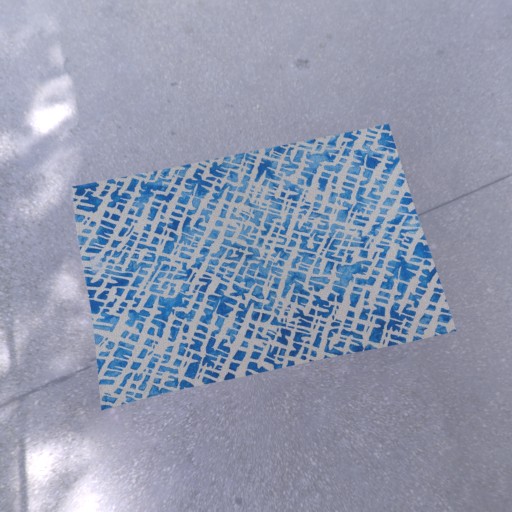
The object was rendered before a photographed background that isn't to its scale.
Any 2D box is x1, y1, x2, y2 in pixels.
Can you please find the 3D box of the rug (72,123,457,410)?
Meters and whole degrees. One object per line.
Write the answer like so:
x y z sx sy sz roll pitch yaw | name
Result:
0.000 0.000 2.359 1.830 0.011 1.209 -12 76 -3 | rug
